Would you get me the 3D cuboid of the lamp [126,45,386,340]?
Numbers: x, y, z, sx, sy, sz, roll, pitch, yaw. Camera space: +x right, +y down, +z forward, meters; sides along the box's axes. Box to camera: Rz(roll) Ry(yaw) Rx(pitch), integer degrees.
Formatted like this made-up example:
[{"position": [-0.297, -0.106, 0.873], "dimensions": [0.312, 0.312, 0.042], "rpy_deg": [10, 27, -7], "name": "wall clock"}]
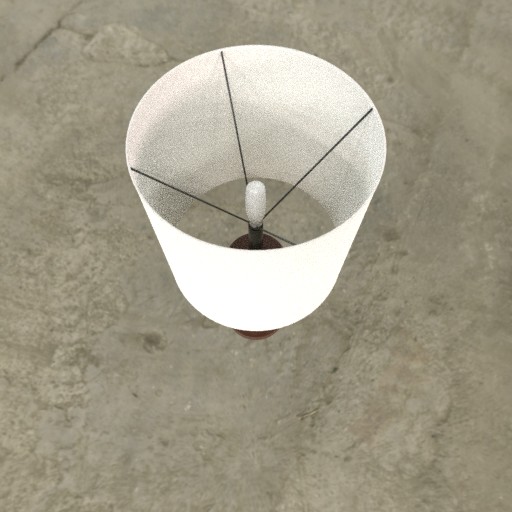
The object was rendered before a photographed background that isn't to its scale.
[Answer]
[{"position": [0.000, 0.000, 0.563], "dimensions": [0.208, 0.455, 0.208], "rpy_deg": [-34, 69, -15], "name": "lamp"}]
